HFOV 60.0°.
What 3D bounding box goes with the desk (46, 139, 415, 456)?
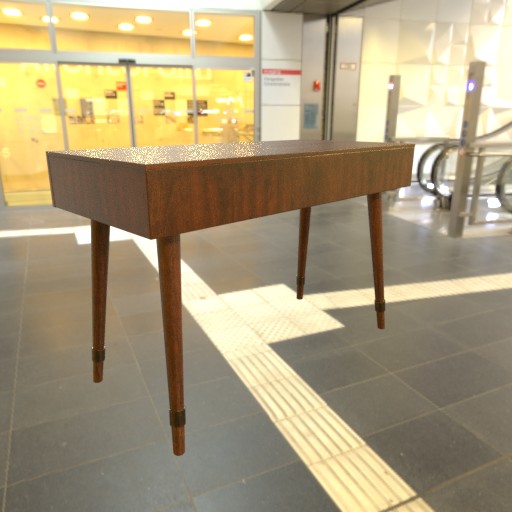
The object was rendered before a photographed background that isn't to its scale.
[{"bbox_3d":[0.000,0.000,2.153,1.577,1.031,0.734,-16,23,-42],"label":"desk"}]
